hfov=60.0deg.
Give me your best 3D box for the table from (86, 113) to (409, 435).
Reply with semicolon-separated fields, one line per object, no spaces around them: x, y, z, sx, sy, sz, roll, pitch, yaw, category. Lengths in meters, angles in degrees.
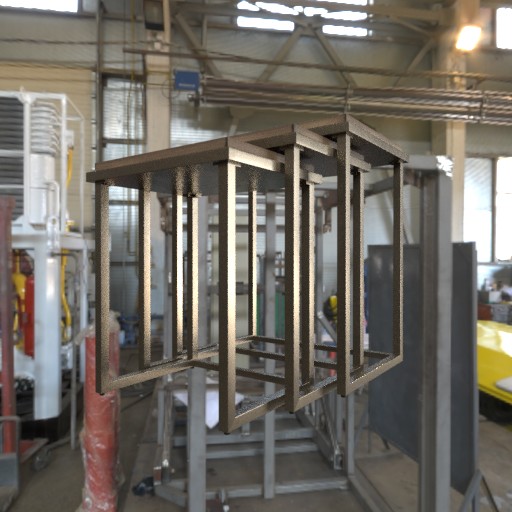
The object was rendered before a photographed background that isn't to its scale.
0.000;0.000;1.134;0.559;0.610;0.706;0;0;36;table
